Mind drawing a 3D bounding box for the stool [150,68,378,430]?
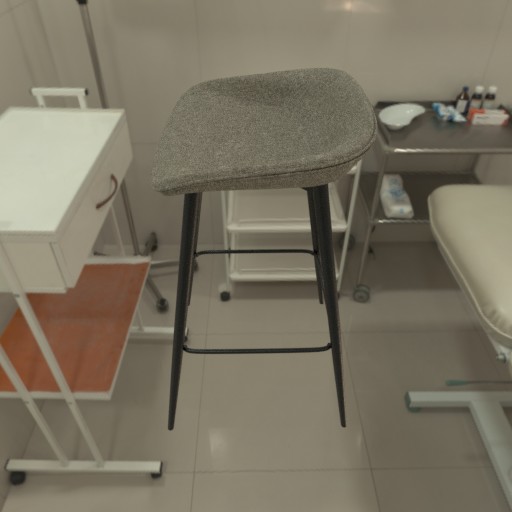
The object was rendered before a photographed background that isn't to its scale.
[{"bbox_3d":[0.000,0.000,1.100,0.480,0.814,0.469,-1,40,-1],"label":"stool"}]
